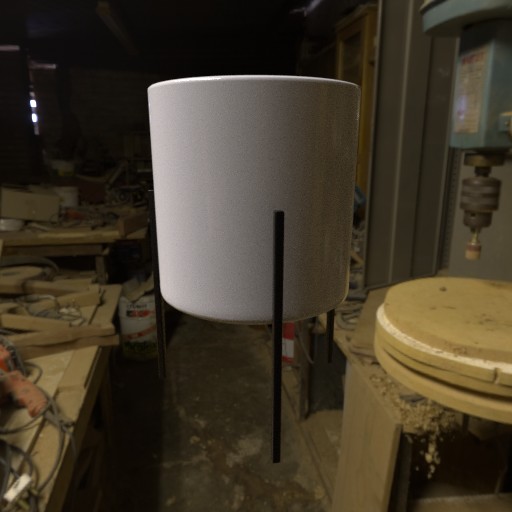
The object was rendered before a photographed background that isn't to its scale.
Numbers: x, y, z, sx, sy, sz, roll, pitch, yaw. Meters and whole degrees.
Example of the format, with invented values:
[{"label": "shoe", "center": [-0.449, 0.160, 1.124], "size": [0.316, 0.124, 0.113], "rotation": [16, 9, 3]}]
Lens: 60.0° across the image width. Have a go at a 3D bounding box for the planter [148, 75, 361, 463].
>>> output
[{"label": "planter", "center": [0.000, 0.000, 0.499], "size": [0.239, 0.356, 0.239], "rotation": [-2, 15, -8]}]
